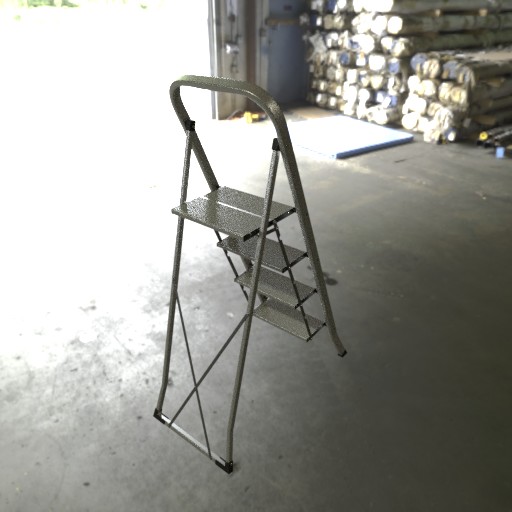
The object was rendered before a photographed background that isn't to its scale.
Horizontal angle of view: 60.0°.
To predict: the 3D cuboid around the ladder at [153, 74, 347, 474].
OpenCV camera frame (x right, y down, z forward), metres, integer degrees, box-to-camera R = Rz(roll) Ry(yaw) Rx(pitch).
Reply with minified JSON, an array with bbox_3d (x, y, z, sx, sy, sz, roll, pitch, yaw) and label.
[{"bbox_3d":[0.000,0.000,1.651,0.465,1.290,0.830,22,37,32],"label":"ladder"}]
